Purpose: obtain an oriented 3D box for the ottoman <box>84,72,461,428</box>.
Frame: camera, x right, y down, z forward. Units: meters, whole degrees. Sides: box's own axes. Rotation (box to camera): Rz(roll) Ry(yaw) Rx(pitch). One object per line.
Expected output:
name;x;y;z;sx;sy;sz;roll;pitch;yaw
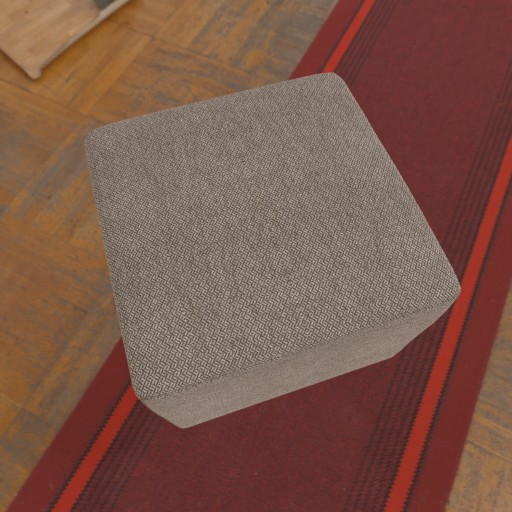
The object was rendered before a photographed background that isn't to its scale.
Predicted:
ottoman;0.000;0.000;0.910;0.519;0.453;0.512;-16;65;-8
